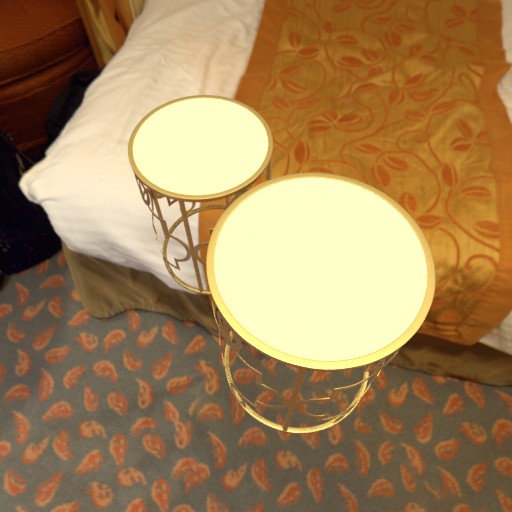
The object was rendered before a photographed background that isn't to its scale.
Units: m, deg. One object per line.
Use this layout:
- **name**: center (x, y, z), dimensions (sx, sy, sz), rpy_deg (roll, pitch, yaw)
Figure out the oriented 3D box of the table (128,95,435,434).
- **table**: center (0.000, 0.000, 1.154), dimensions (0.420, 0.564, 0.846), rpy_deg (-30, 63, -17)
